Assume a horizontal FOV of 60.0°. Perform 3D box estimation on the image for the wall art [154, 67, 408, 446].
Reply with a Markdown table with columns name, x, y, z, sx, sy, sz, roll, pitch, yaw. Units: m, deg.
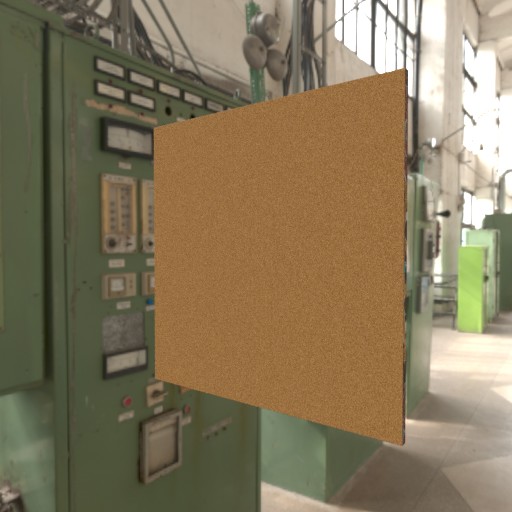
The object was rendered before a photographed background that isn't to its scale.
| name | x | y | z | sx | sy | sz | roll | pitch | yaw |
| --- | --- | --- | --- | --- | --- | --- | --- | --- | --- |
| wall art | 0.000 | 0.000 | 0.600 | 0.404 | 0.406 | 0.010 | 1 | 2 | 37 |
